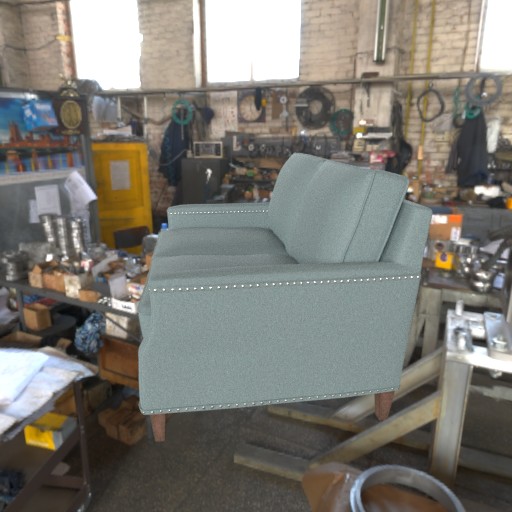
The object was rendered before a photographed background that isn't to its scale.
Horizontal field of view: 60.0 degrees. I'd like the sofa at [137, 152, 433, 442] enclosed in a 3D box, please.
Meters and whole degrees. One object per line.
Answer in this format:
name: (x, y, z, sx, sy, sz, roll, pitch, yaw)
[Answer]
sofa: (0.000, 0.000, 2.309, 1.084, 1.003, 1.597, -2, 16, -8)
